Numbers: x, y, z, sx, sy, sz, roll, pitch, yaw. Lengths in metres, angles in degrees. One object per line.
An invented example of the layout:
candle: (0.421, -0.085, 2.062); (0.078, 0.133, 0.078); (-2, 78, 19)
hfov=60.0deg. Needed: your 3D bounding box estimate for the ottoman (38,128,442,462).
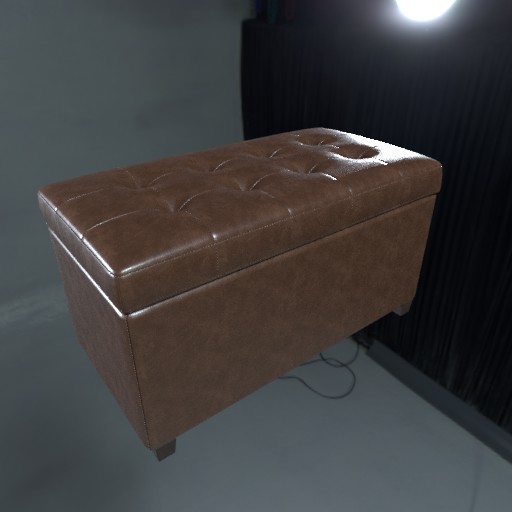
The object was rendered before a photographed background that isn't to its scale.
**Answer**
ottoman: (0.000, 0.000, 1.097); (0.838, 0.470, 0.432); (-21, 36, -32)
